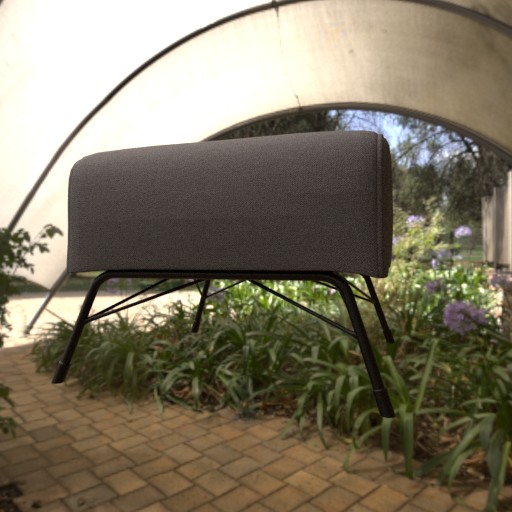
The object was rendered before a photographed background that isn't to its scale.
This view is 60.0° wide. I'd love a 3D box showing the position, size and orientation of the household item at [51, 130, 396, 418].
[{"bbox_3d":[0.000,0.000,0.885,0.530,0.410,0.530,0,0,17],"label":"household item"}]
